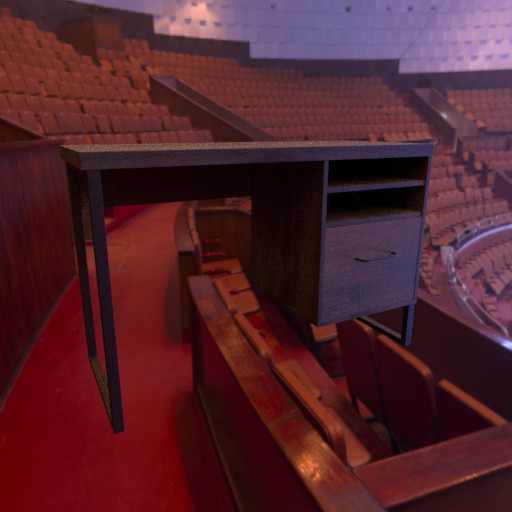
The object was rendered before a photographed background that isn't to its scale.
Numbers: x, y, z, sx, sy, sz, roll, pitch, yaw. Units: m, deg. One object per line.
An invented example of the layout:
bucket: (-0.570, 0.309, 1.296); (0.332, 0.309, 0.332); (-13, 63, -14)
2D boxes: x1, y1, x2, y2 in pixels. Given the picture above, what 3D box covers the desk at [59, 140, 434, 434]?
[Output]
desk: (0.000, 0.000, 1.542); (1.134, 0.752, 0.511); (-8, 18, -27)
